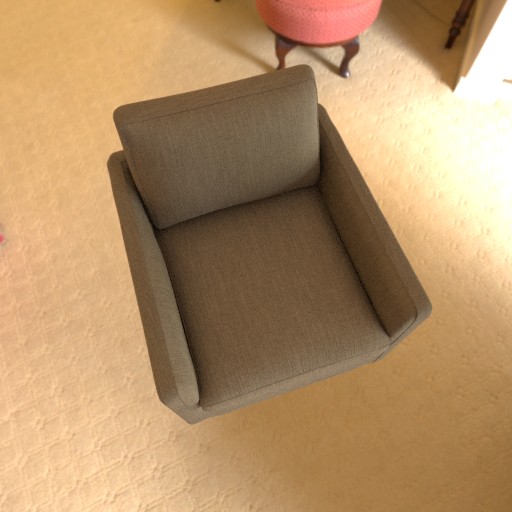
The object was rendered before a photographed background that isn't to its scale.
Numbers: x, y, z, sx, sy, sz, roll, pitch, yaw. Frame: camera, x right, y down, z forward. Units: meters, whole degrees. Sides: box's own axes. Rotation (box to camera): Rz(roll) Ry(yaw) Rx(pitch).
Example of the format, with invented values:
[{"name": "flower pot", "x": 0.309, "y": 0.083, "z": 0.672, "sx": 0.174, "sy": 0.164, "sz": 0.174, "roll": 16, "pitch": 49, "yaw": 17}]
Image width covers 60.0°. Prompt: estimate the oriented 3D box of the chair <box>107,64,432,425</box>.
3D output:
[{"name": "chair", "x": 0.000, "y": 0.000, "z": 1.460, "sx": 0.763, "sy": 0.811, "sz": 0.834, "roll": -16, "pitch": 65, "yaw": -8}]
